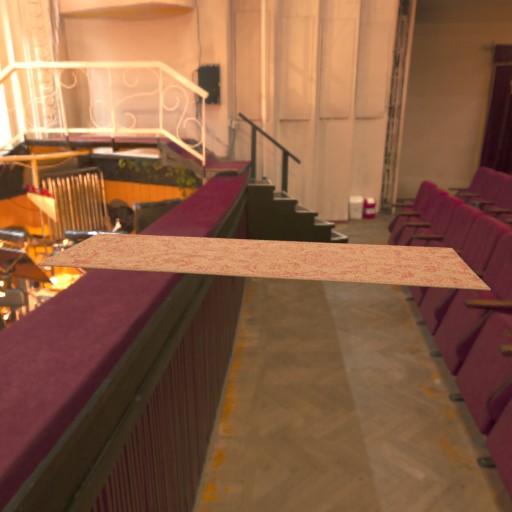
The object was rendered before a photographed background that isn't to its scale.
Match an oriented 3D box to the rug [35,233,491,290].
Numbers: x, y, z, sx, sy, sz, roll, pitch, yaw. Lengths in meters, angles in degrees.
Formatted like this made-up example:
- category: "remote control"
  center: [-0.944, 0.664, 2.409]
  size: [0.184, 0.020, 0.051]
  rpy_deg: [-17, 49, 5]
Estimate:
- category: "rug"
  center: [0.000, 0.000, 2.423]
  size: [2.196, 0.011, 0.662]
  rpy_deg: [3, 17, 9]
